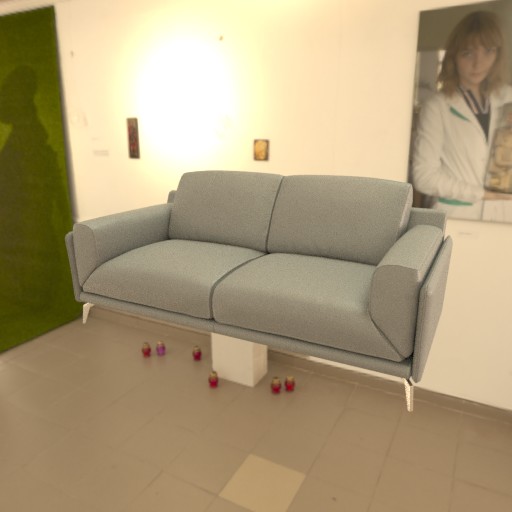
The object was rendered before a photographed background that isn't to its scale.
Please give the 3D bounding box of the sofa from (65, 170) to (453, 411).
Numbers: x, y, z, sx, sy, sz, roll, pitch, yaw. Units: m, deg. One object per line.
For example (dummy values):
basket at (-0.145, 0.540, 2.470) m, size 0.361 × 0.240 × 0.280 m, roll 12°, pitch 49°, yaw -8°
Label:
sofa at (0.000, 0.000, 2.678) m, size 2.101 × 0.930 × 1.049 m, roll 8°, pitch 18°, yaw 26°
